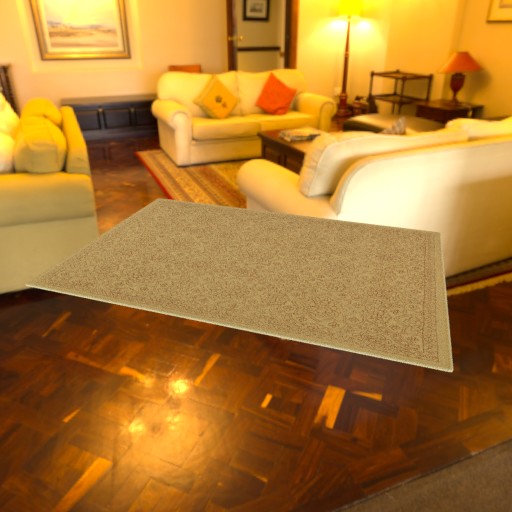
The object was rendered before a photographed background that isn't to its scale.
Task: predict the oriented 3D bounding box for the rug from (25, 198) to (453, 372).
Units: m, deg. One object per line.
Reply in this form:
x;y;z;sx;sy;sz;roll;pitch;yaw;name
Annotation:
0.000;0.000;2.286;1.829;0.010;1.219;9;28;16;rug
